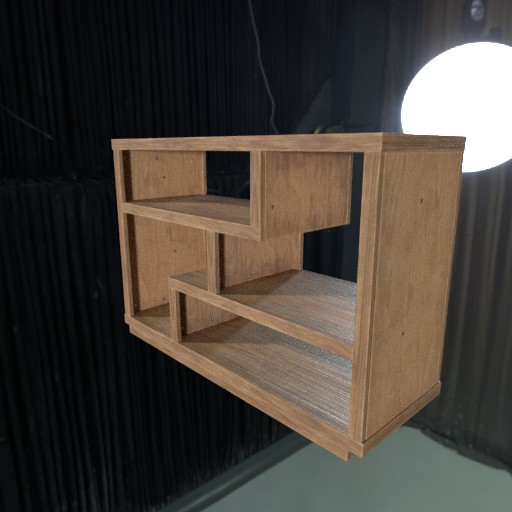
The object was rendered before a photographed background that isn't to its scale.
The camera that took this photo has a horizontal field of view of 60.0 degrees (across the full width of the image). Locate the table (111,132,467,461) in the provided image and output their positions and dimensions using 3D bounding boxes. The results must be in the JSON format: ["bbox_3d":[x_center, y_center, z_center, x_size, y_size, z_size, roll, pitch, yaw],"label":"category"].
[{"bbox_3d":[0.000,0.000,1.497,0.410,0.771,1.151,-13,19,-42],"label":"table"}]
